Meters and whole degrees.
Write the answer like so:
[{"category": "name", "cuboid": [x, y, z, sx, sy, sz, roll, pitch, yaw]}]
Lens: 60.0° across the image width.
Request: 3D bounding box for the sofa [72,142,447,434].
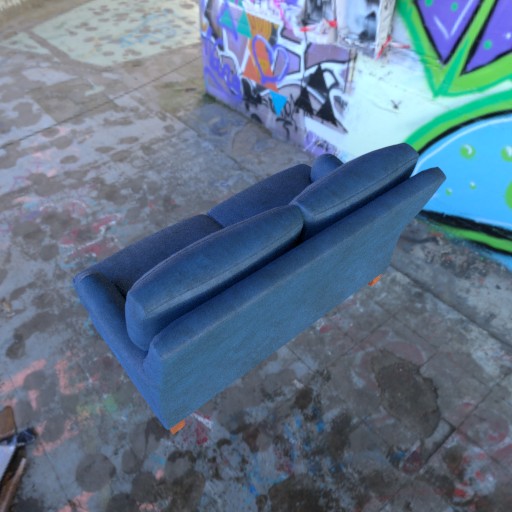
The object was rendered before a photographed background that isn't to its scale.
[{"category": "sofa", "cuboid": [0.000, 0.000, 2.554, 1.853, 1.101, 1.084, -30, 52, -27]}]
